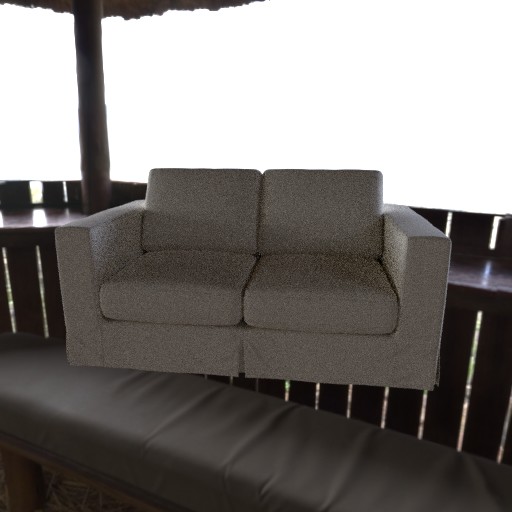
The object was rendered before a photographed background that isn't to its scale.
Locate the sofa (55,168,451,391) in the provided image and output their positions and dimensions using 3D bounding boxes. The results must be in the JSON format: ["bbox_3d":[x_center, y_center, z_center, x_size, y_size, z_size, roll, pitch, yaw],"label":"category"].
[{"bbox_3d":[0.000,0.000,2.476,1.813,0.932,1.009,2,15,7],"label":"sofa"}]
